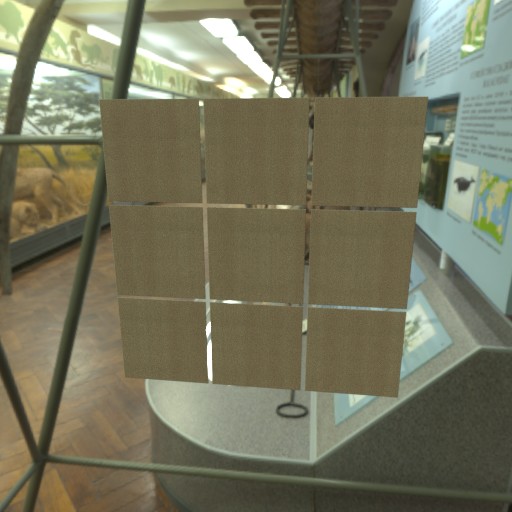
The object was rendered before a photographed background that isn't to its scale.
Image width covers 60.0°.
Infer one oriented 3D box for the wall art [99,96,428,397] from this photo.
[{"bbox_3d":[0.000,0.000,2.238,1.517,1.505,0.002,2,16,7],"label":"wall art"}]
